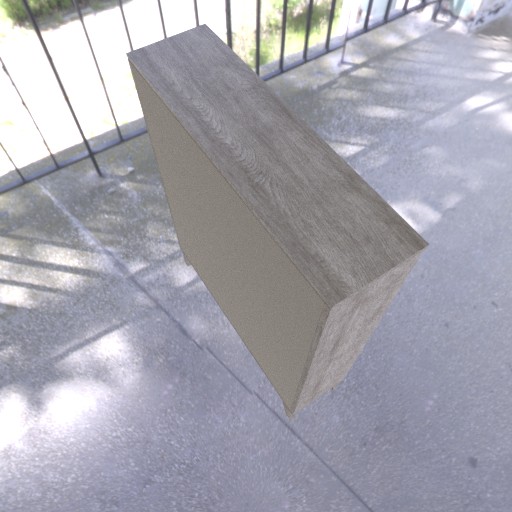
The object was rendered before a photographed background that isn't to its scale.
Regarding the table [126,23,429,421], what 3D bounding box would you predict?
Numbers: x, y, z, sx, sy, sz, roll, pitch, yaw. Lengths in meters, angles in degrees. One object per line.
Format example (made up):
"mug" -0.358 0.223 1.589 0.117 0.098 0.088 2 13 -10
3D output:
"table" 0.000 0.000 1.541 0.256 1.135 0.902 -30 64 -16
